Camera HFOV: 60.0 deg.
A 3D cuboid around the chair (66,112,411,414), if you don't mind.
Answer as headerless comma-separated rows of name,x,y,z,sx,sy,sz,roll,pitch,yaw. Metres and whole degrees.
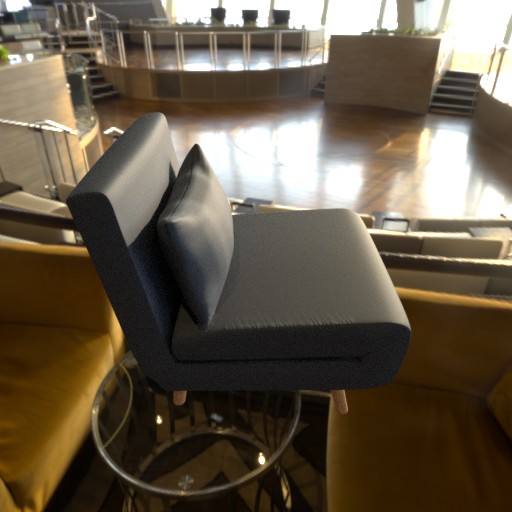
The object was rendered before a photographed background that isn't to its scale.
chair,0.000,0.000,1.530,0.900,0.808,0.770,0,31,0
